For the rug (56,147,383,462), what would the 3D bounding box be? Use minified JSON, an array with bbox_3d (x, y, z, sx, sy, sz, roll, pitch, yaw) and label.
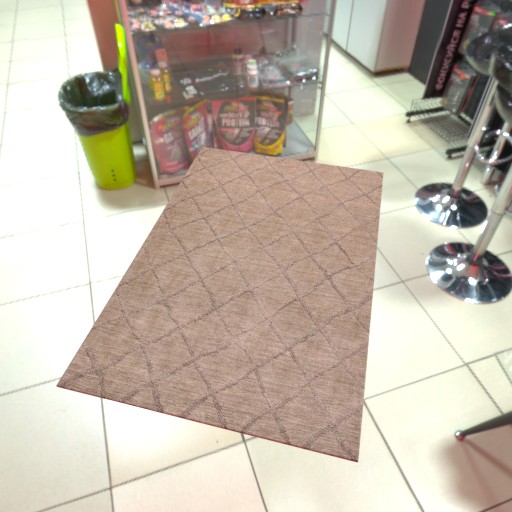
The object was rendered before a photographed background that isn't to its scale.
[{"bbox_3d":[0.000,0.000,2.891,1.521,0.015,2.280,10,47,10],"label":"rug"}]
